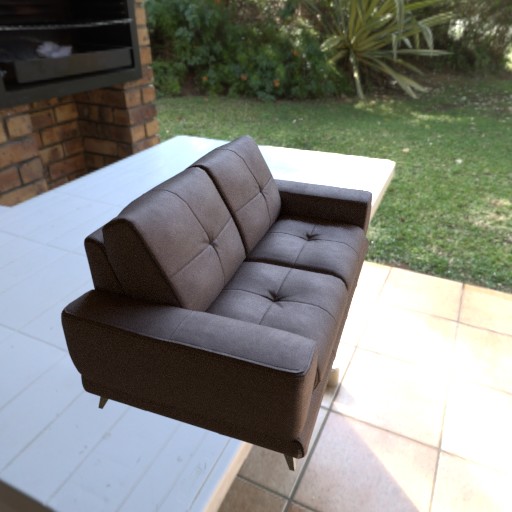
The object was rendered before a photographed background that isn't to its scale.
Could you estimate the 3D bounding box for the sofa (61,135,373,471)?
[{"bbox_3d":[0.000,0.000,2.329,1.018,0.907,1.806,10,31,17],"label":"sofa"}]
